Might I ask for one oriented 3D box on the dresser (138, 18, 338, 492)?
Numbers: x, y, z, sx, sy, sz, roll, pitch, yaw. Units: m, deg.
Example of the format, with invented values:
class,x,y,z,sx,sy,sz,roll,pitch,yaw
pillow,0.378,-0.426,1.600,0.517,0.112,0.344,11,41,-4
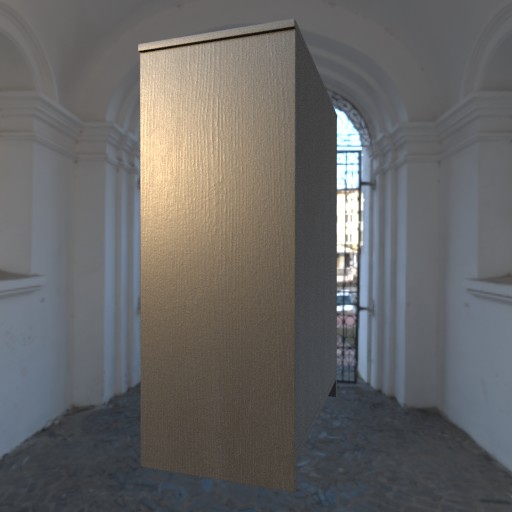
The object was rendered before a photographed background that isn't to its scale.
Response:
class,x,y,z,sx,sy,sz,roll,pitch,yaw
dresser,0.000,0.000,1.341,0.398,1.020,0.700,0,0,18
